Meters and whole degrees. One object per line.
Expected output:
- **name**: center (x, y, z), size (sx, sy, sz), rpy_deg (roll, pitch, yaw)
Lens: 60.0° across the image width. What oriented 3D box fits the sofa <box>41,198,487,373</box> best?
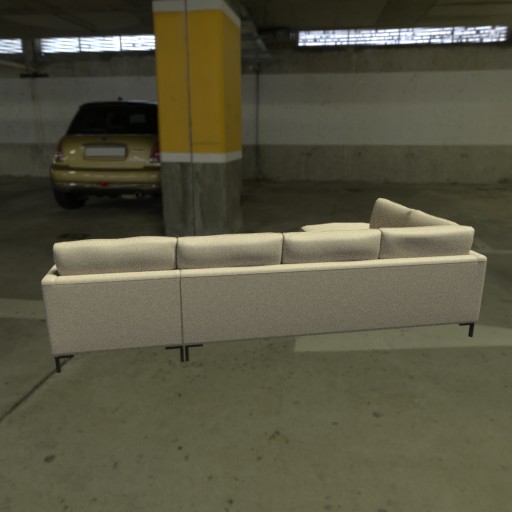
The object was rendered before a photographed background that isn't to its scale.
- **sofa**: center (0.000, 0.000, 3.529), size (2.737, 0.756, 1.879), rpy_deg (-3, 16, -10)
